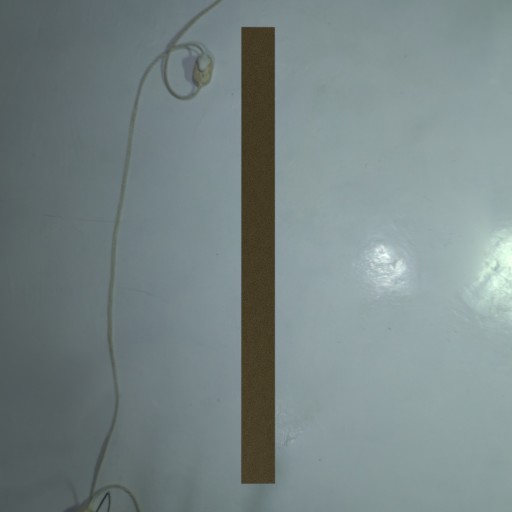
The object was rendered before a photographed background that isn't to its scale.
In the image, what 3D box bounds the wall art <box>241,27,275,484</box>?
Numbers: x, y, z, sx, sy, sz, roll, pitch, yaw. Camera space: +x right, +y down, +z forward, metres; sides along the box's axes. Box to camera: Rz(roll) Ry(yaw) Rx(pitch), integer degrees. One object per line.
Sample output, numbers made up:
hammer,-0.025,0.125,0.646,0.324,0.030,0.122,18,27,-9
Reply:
wall art,0.000,0.000,1.888,0.095,1.284,1.284,0,90,-1
